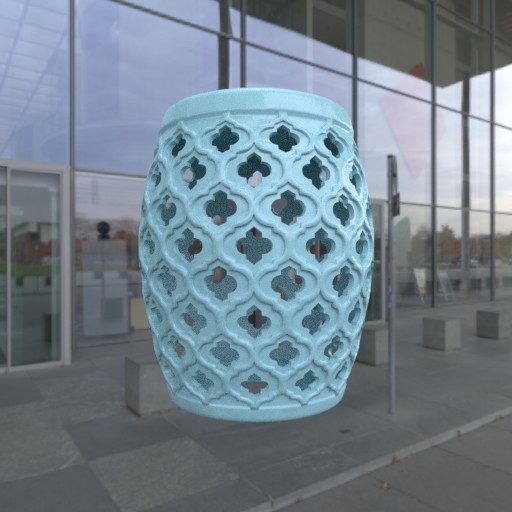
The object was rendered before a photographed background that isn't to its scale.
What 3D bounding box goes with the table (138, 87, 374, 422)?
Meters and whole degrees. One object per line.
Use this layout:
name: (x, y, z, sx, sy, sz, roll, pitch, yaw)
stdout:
table: (0.000, 0.000, 0.632, 0.325, 0.388, 0.325, 0, 0, 0)
